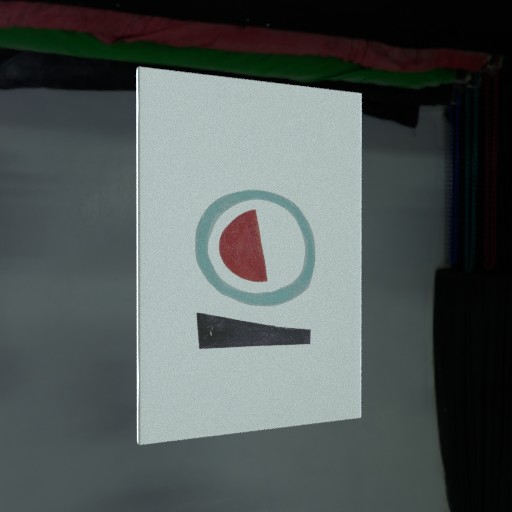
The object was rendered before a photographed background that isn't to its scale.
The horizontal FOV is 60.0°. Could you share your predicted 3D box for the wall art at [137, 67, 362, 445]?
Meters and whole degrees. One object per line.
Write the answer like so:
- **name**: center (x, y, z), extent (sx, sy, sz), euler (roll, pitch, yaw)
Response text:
- **wall art**: center (0.000, 0.000, 1.161), extent (0.602, 0.902, 0.048), euler (0, 0, -17)
